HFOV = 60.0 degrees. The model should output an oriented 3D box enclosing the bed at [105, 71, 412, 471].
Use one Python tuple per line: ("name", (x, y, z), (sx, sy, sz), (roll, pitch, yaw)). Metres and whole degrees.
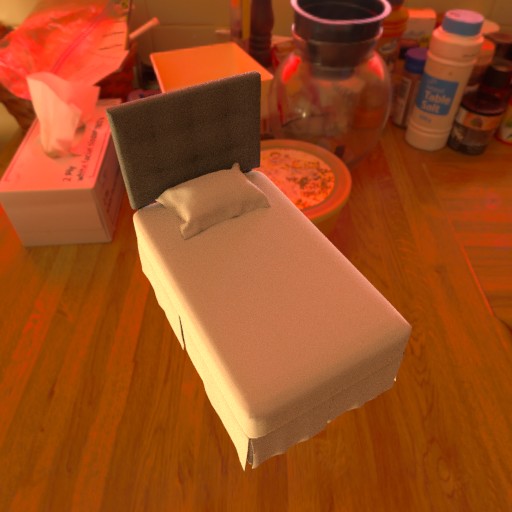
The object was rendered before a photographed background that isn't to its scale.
("bed", (0.000, 0.000, 3.025), (1.261, 1.571, 1.997), (-23, 51, -20))
